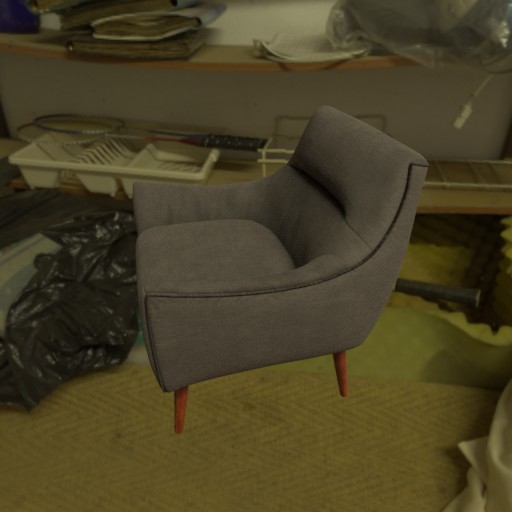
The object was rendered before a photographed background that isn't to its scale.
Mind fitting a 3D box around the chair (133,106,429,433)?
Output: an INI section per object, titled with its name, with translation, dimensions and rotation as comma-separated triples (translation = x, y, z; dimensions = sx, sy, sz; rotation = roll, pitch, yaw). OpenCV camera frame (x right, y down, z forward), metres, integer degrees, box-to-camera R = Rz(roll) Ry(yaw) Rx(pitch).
[chair]
translation = 0.000, 0.000, 1.488
dimensions = 0.787, 0.838, 0.762
rotation = -8, 31, -13
